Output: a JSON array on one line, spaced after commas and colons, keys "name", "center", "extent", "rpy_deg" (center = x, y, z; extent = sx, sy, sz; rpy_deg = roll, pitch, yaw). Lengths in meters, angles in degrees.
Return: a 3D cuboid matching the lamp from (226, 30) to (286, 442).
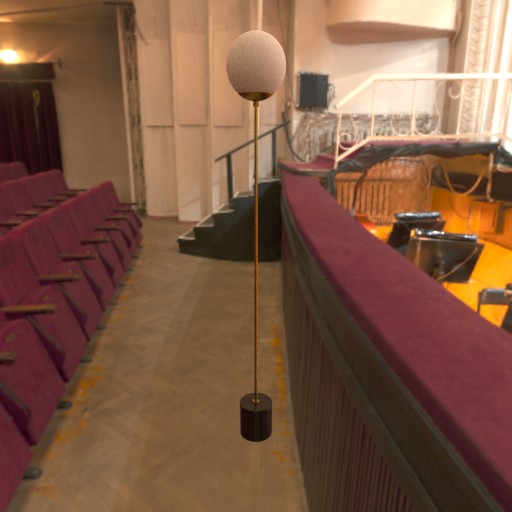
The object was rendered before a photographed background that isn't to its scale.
[{"name": "lamp", "center": [0.000, 0.000, 1.893], "extent": [0.229, 1.748, 0.229], "rpy_deg": [-2, 16, -7]}]
